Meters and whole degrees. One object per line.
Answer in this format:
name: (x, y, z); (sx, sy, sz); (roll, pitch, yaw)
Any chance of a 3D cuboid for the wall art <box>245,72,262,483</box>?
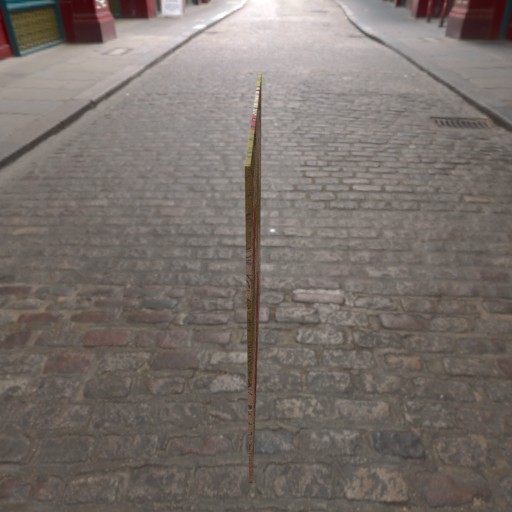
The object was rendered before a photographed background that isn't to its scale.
wall art: (0.000, 0.000, 1.822); (0.013, 1.218, 1.206); (1, 32, 2)
